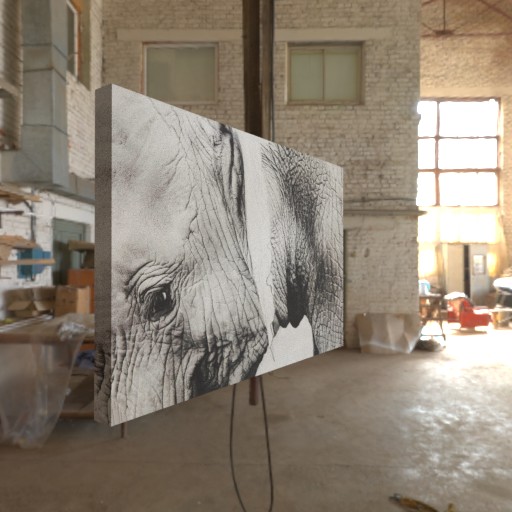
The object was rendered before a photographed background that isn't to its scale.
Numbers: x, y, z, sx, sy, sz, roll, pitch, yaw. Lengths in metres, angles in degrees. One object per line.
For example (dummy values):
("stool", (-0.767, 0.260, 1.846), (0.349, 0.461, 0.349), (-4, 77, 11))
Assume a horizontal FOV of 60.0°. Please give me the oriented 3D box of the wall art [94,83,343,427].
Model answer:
("wall art", (0.000, 0.000, 0.779), (0.035, 0.407, 0.613), (0, 0, 37))
